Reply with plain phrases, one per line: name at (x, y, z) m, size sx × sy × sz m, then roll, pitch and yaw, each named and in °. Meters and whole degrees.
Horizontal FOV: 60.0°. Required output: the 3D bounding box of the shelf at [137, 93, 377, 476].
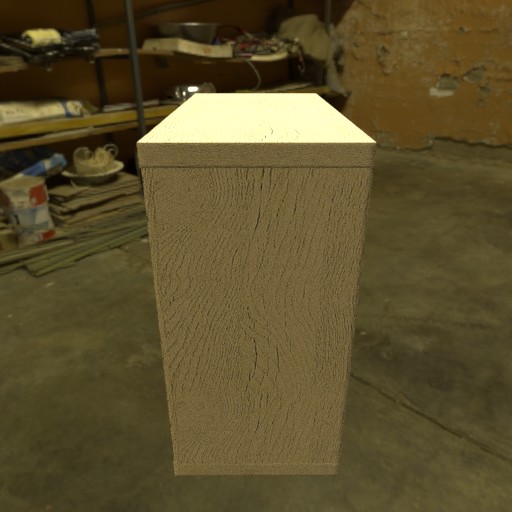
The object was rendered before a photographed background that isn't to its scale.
shelf at (0.000, 0.000, 1.246) m, size 0.390 × 0.786 × 0.790 m, roll 0°, pitch 26°, yaw 0°
